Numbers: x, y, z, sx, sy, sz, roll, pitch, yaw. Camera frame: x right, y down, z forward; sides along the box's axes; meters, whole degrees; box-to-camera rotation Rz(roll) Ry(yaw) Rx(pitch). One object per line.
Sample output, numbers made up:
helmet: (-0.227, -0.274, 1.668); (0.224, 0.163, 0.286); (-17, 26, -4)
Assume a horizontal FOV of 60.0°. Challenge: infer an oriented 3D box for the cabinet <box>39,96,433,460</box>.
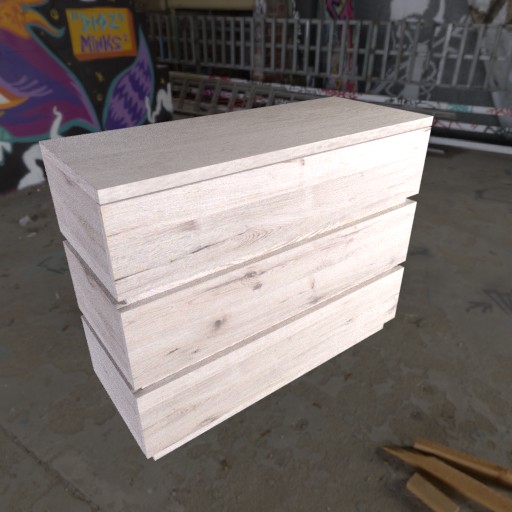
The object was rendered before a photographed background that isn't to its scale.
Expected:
cabinet: (0.000, 0.000, 1.432); (1.040, 0.820, 0.420); (-20, 35, -31)
